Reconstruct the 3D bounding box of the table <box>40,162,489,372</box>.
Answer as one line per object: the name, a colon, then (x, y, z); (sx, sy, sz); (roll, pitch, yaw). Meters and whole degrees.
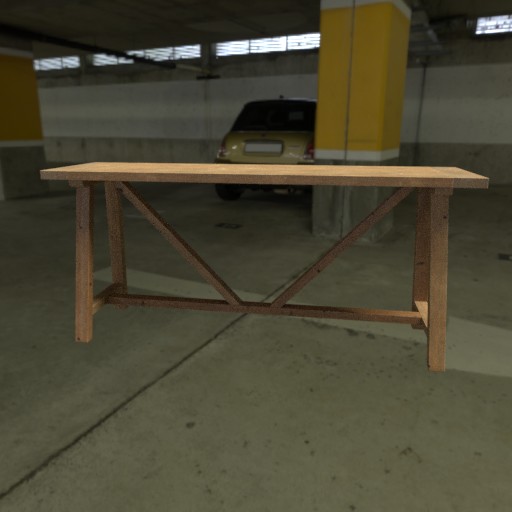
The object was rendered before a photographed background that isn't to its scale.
table: (0.000, 0.000, 2.090); (1.800, 0.810, 0.465); (3, 16, 9)
